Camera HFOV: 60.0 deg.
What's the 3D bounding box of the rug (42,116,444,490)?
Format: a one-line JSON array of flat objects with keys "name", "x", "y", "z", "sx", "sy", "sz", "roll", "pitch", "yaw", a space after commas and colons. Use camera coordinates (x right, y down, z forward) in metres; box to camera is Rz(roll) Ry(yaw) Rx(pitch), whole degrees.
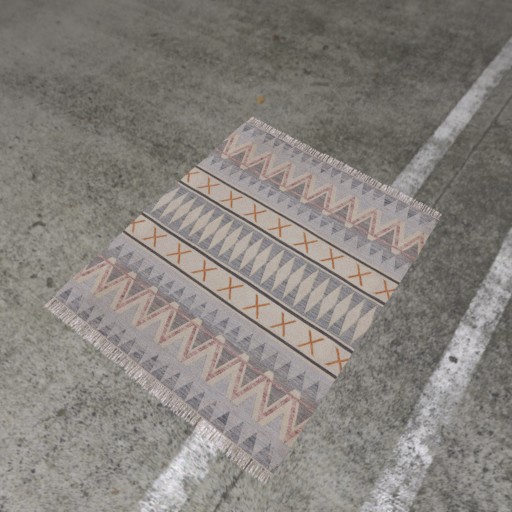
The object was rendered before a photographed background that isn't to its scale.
[{"name": "rug", "x": 0.000, "y": 0.000, "z": 4.055, "sx": 2.371, "sy": 0.012, "sz": 3.000, "roll": 32, "pitch": 63, "yaw": 19}]
